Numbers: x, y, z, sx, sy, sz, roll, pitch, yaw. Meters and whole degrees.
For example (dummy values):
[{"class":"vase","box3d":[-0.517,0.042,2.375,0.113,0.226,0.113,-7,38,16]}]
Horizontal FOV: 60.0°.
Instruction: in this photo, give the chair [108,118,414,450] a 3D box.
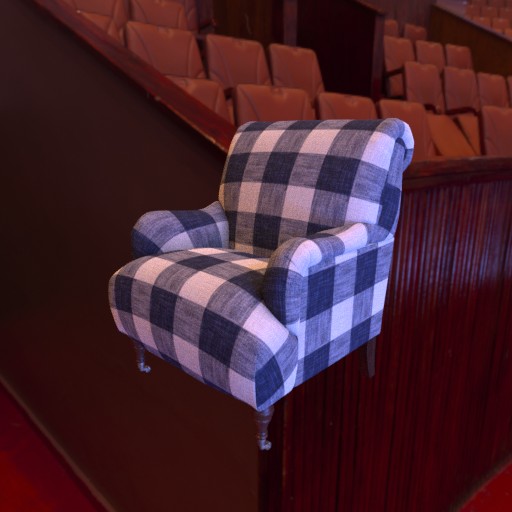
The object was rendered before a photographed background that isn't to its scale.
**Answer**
[{"class":"chair","box3d":[0.000,0.000,1.604,0.781,0.953,0.848,14,21,42]}]
